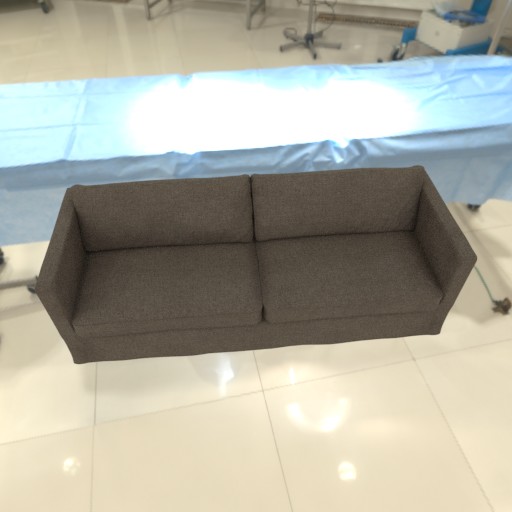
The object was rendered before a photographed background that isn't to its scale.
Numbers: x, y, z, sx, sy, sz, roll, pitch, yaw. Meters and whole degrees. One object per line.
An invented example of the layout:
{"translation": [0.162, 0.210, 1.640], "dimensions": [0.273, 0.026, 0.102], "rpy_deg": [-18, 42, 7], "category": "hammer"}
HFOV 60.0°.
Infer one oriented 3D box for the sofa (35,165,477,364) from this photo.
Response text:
{"translation": [0.000, 0.000, 3.288], "dimensions": [2.779, 0.998, 1.036], "rpy_deg": [-4, 47, -4], "category": "sofa"}
